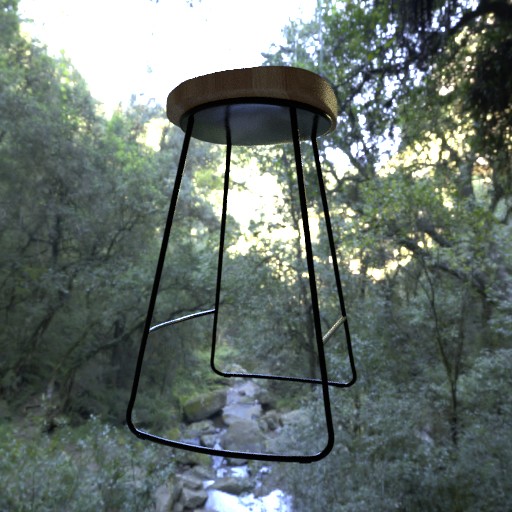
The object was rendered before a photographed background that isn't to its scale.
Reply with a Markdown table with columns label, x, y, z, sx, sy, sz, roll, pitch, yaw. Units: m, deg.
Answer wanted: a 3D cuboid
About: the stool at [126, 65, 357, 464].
| label | x | y | z | sx | sy | sz | roll | pitch | yaw |
| --- | --- | --- | --- | --- | --- | --- | --- | --- | --- |
| stool | 0.000 | 0.000 | 0.978 | 0.401 | 0.679 | 0.480 | 0 | 0 | 18 |
